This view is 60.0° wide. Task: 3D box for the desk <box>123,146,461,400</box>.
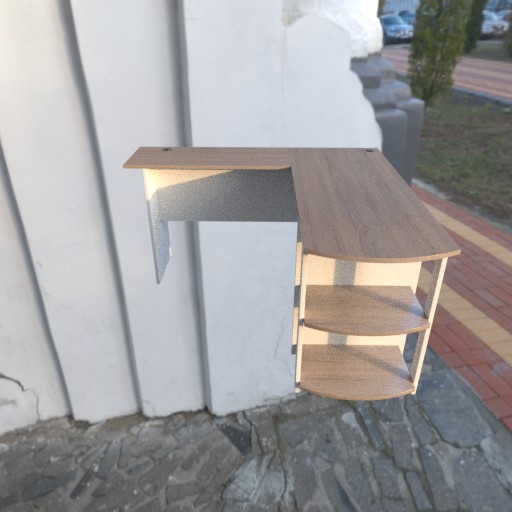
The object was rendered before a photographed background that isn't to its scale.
[{"bbox_3d":[0.000,0.000,2.141,1.361,0.716,1.303,1,29,1],"label":"desk"}]
